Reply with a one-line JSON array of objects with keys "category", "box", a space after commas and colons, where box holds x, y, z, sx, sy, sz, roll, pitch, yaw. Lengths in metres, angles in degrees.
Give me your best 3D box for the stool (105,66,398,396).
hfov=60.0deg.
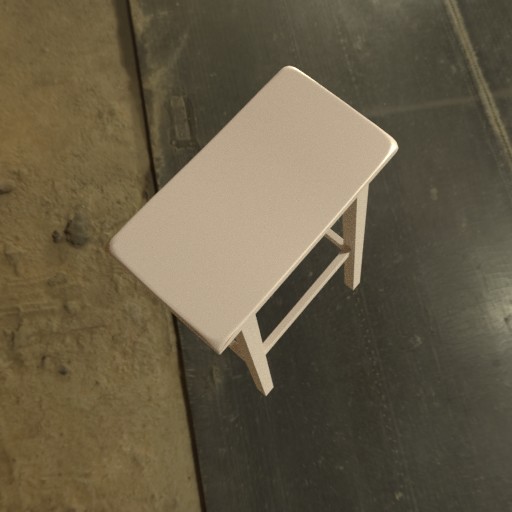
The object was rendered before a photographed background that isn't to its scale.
[{"category": "stool", "box": [0.000, 0.000, 1.051, 0.476, 0.737, 0.457, 40, 78, 10]}]
